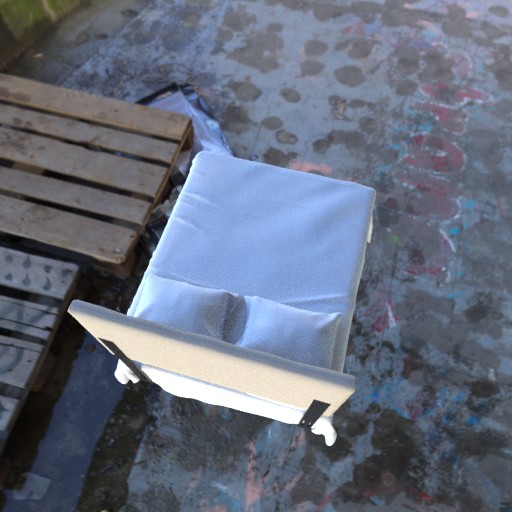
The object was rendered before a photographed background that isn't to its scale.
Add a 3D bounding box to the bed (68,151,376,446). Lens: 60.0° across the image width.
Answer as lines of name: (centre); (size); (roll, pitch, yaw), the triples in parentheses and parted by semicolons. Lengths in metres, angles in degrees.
bed: (0.000, 0.000, 3.508); (1.936, 1.577, 2.222); (14, 63, 7)
